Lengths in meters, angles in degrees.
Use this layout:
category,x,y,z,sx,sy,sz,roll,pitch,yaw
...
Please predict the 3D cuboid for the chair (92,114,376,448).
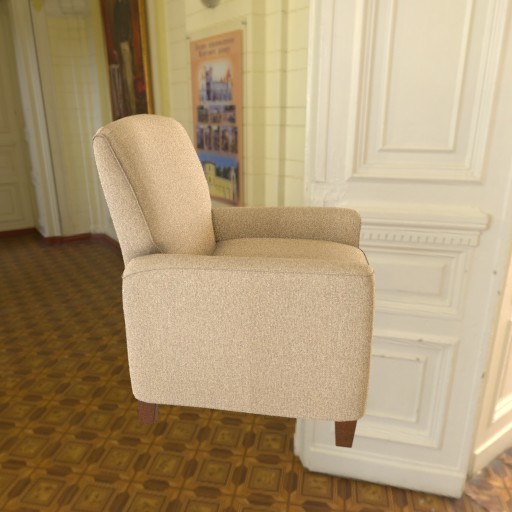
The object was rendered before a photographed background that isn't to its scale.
category,x,y,z,sx,sy,sz,roll,pitch,yaw
chair,0.000,0.000,1.665,0.864,1.014,0.848,3,19,9
